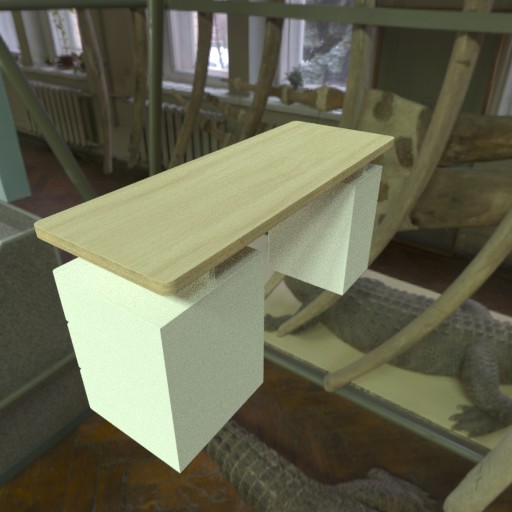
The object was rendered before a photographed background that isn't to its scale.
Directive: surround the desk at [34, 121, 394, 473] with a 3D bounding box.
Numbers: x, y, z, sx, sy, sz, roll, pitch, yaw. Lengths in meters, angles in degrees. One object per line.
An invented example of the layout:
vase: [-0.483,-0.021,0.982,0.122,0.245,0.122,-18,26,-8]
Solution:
desk: [0.000,0.000,1.870,0.550,0.755,1.500,20,36,30]
